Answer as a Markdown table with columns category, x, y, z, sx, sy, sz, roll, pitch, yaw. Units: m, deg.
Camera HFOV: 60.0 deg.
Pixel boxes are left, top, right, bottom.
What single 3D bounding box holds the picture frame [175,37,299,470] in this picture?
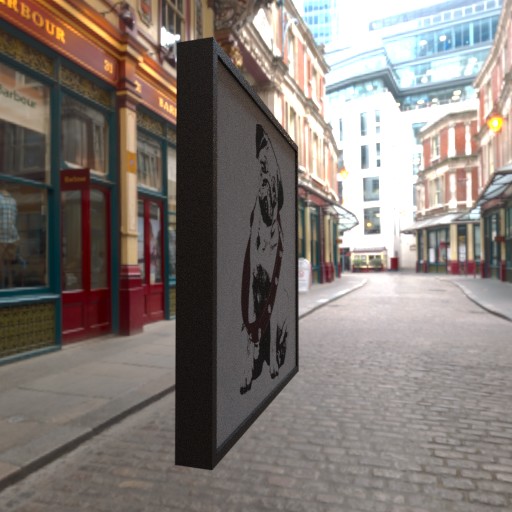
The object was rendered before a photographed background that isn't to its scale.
| category | x | y | z | sx | sy | sz | roll | pitch | yaw |
| --- | --- | --- | --- | --- | --- | --- | --- | --- | --- |
| picture frame | 0.000 | 0.000 | 0.480 | 0.030 | 0.317 | 0.317 | 0 | -1 | 17 |
